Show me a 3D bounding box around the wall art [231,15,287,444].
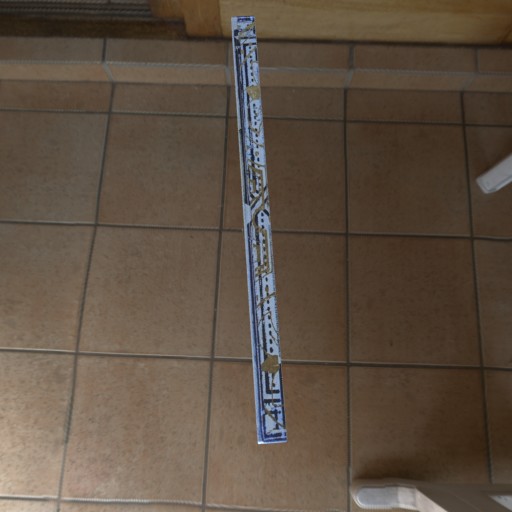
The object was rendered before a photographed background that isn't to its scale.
[{"bbox_3d":[0.000,0.000,0.899,0.036,0.607,0.609,-4,77,-1],"label":"wall art"}]
